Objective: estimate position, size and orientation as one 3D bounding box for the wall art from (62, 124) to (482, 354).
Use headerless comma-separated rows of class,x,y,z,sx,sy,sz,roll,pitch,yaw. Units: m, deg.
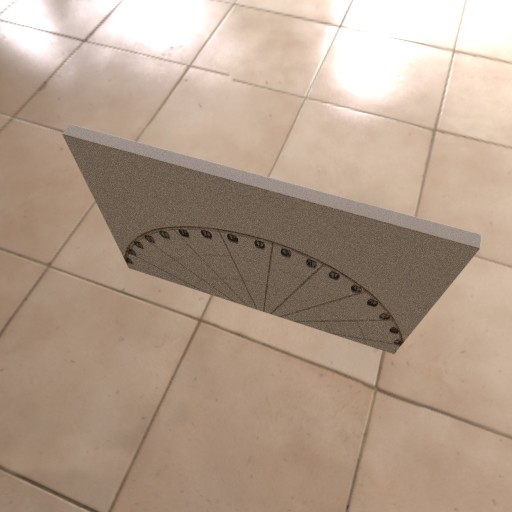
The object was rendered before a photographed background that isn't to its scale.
wall art,0.000,0.000,1.168,0.898,0.601,0.038,17,60,10
